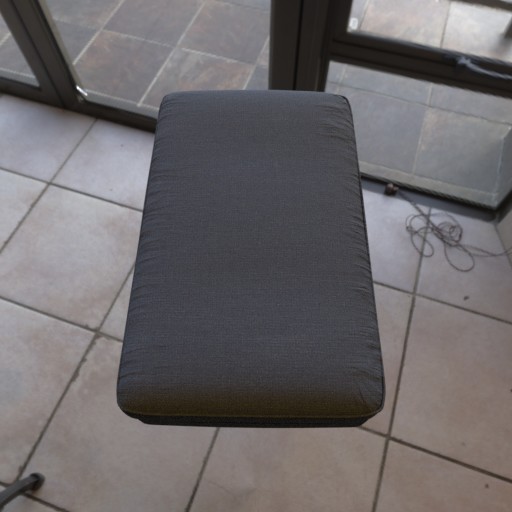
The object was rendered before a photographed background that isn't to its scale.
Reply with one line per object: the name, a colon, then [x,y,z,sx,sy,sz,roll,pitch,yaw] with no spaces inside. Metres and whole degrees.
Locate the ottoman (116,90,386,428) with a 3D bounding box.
ottoman: [0.000,0.000,1.211,0.570,0.438,0.885,1,62,0]
